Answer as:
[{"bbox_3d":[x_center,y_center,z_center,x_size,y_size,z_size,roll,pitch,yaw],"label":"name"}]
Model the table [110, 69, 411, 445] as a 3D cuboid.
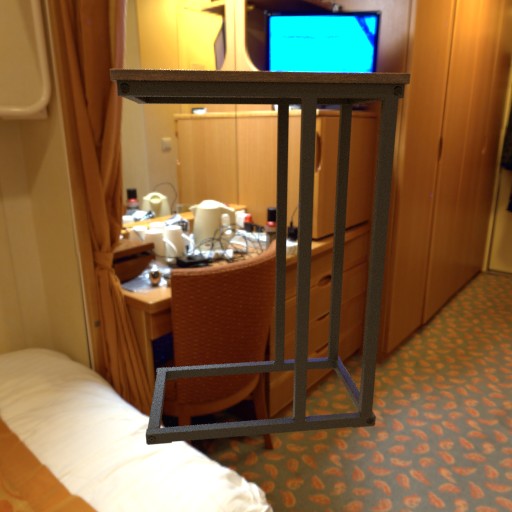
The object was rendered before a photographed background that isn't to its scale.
[{"bbox_3d":[0.000,0.000,0.859,0.450,0.637,0.254,-2,16,-7],"label":"table"}]
